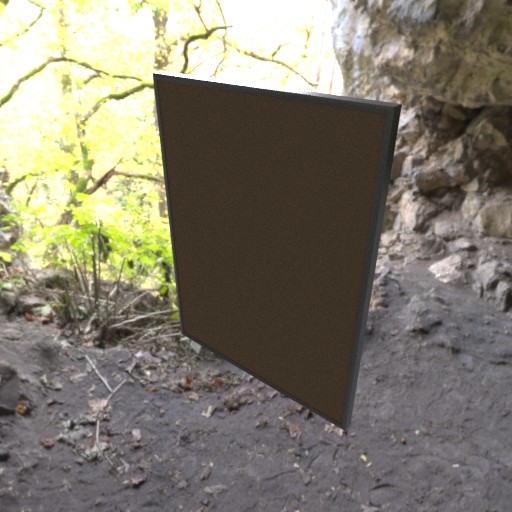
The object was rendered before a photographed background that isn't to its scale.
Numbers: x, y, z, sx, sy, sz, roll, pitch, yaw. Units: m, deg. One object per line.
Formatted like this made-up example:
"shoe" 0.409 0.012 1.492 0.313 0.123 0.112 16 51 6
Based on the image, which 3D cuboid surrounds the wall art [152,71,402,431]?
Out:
"wall art" 0.000 0.000 1.461 0.803 1.062 0.041 22 37 33
